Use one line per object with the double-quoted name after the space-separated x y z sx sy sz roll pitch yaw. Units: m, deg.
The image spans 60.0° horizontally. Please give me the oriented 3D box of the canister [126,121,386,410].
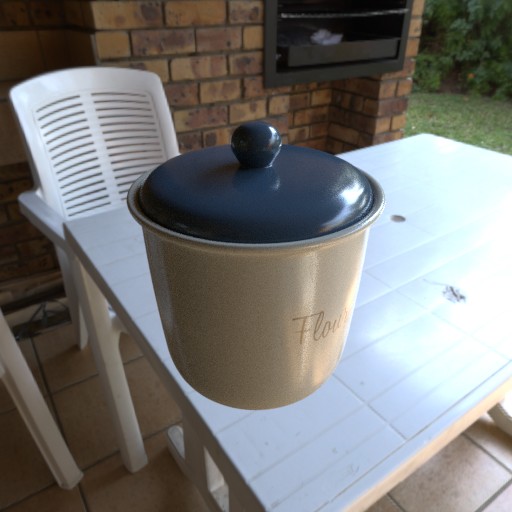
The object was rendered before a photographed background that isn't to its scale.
0.000 0.000 0.350 0.182 0.208 0.182 0 31 0 "canister"
